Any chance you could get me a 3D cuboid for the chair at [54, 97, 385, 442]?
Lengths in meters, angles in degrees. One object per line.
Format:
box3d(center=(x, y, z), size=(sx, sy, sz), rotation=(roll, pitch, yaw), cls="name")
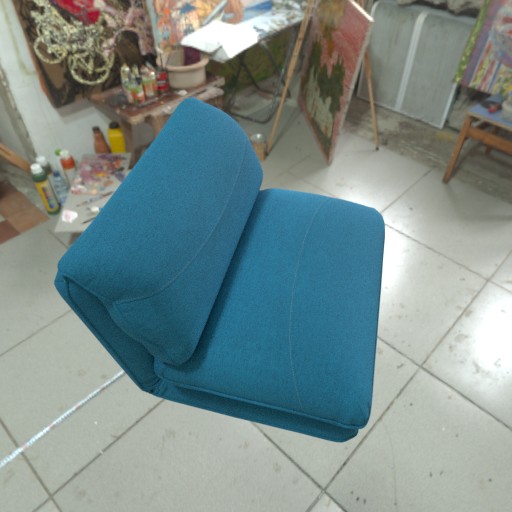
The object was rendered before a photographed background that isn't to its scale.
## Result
box3d(center=(0.000, 0.000, 1.332), size=(0.780, 0.580, 0.820), rotation=(10, 47, 10), cls="chair")
